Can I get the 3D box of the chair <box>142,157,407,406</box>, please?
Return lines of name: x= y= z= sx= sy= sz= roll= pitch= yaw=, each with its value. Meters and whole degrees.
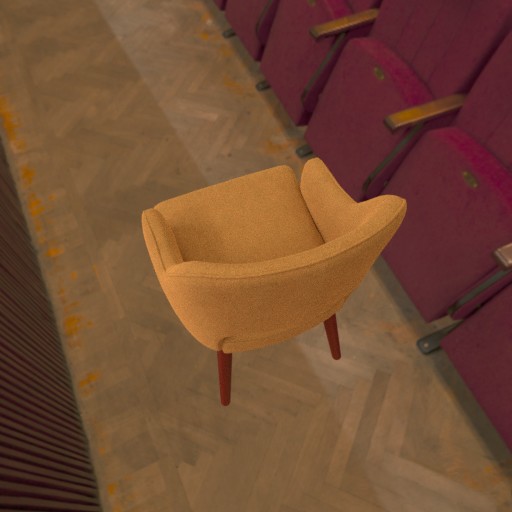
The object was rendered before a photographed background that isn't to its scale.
chair: x=0.000 y=0.000 z=1.240 sx=0.548 sy=0.849 sz=0.605 roll=-19 pitch=60 yaw=-11
